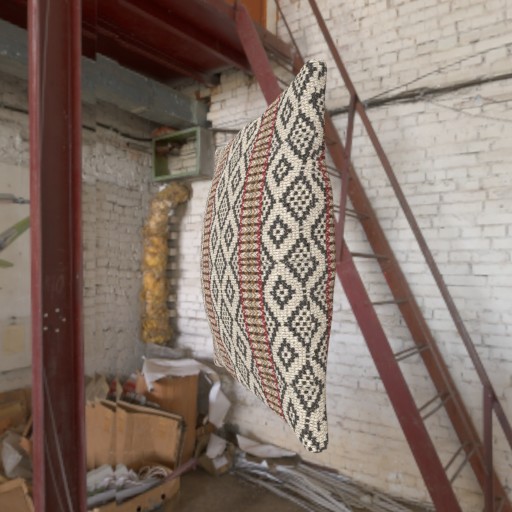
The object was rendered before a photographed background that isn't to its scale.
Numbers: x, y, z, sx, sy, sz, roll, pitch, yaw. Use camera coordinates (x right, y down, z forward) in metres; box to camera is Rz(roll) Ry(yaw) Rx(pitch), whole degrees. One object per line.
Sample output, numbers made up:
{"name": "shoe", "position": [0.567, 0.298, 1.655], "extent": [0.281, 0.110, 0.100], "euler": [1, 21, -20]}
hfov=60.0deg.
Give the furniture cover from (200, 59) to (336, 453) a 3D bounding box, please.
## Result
{"name": "furniture cover", "position": [0.000, 0.000, 0.798], "extent": [0.182, 0.506, 0.503], "euler": [0, -1, -19]}
